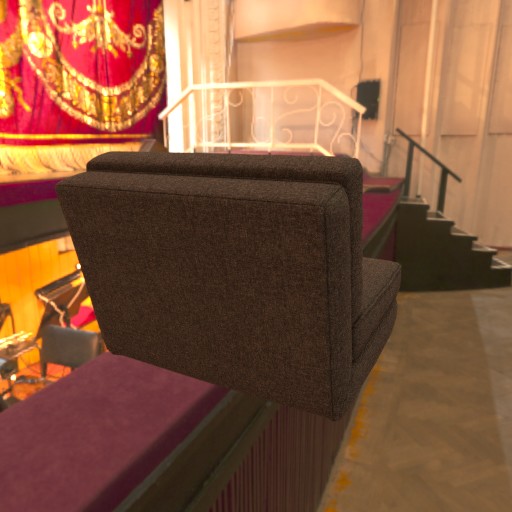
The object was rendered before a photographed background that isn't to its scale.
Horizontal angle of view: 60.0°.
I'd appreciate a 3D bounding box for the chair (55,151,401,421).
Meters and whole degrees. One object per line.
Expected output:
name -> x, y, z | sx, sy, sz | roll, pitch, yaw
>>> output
chair -> 0.000, 0.000, 1.327 | 0.740, 0.615, 0.800 | 8, 17, 27
